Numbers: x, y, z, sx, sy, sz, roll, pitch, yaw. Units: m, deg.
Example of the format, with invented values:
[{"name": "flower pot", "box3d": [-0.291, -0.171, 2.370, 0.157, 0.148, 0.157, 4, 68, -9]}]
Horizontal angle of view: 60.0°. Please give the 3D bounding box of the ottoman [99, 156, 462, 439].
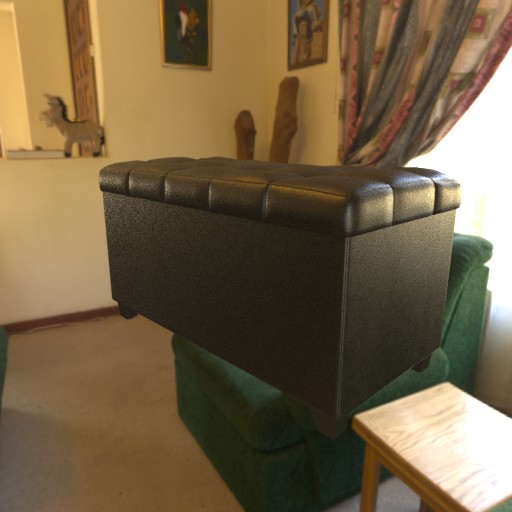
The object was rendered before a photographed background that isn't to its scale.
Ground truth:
[{"name": "ottoman", "box3d": [0.000, 0.000, 1.130, 0.432, 0.470, 0.838, -14, 21, -42]}]
